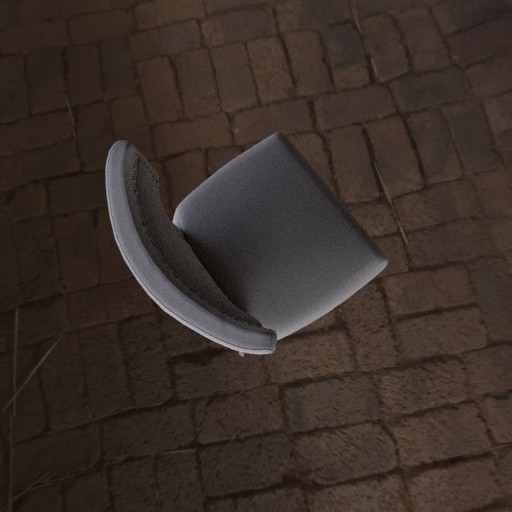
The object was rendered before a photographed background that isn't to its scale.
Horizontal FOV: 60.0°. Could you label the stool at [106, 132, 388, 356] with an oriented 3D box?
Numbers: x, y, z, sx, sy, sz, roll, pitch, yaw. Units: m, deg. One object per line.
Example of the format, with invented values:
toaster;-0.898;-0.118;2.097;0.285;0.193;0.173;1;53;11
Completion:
stool;0.000;0.000;1.328;0.563;0.982;0.527;-35;78;-9
